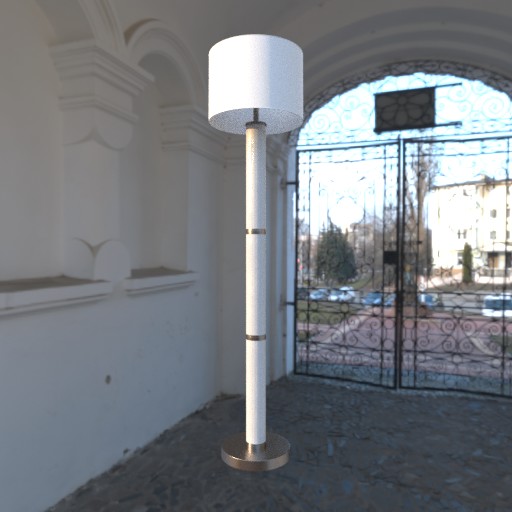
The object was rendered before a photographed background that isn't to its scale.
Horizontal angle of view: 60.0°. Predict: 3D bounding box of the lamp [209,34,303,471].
[{"bbox_3d":[0.000,0.000,1.779,0.377,1.599,0.377,0,1,36],"label":"lamp"}]
